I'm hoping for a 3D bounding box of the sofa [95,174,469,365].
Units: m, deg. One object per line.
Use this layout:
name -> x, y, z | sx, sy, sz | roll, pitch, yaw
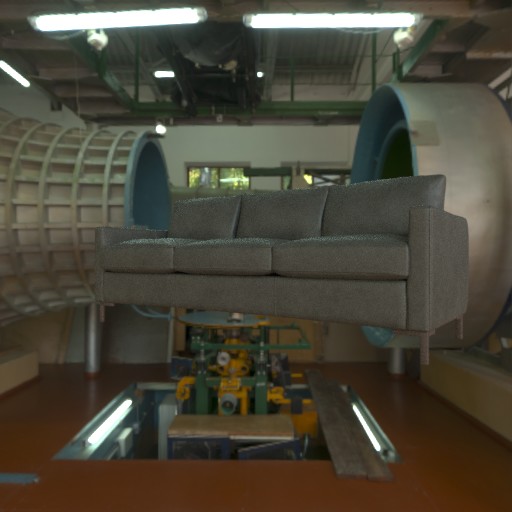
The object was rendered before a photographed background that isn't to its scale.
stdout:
sofa -> 0.000, 0.000, 2.427 | 2.029, 0.805, 0.748 | 0, 0, 35
